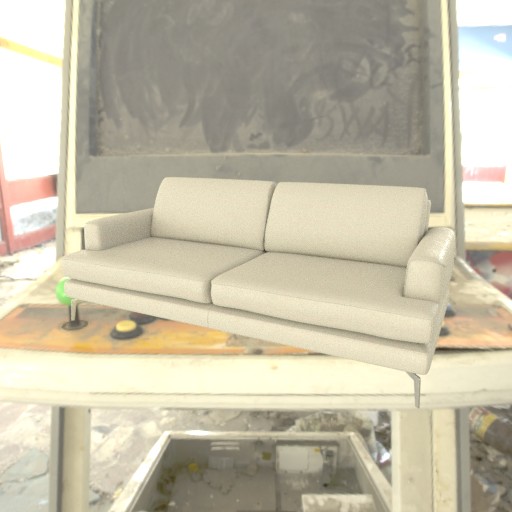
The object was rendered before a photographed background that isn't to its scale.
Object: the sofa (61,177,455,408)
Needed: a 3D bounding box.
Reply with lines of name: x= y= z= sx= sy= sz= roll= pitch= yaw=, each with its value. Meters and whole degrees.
sofa: x=0.000 y=0.000 z=2.409 sx=1.940 sy=0.765 sz=0.974 roll=7 pitch=16 yaw=26
